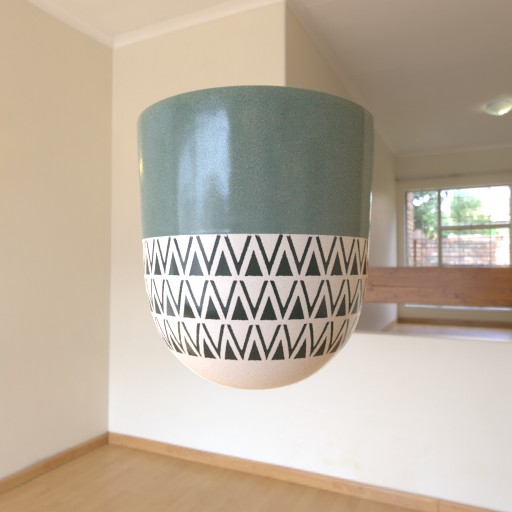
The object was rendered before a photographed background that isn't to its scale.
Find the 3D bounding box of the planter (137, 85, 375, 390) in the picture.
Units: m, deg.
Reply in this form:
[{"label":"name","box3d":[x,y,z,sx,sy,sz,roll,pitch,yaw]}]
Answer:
[{"label":"planter","box3d":[0.000,0.000,0.379,0.198,0.214,0.198,0,-1,0]}]
